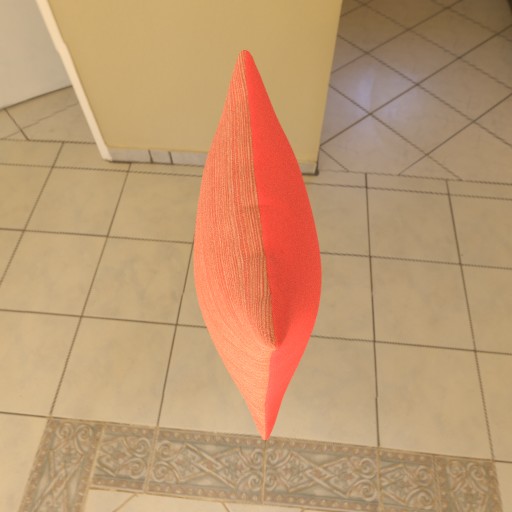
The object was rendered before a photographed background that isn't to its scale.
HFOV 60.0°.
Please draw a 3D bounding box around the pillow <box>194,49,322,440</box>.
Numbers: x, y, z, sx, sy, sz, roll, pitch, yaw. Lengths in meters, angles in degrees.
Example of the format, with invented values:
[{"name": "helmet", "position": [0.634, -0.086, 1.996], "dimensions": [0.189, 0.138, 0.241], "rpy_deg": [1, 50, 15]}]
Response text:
[{"name": "pillow", "position": [0.000, 0.000, 0.819], "dimensions": [0.229, 0.501, 0.559], "rpy_deg": [-4, 58, -2]}]
